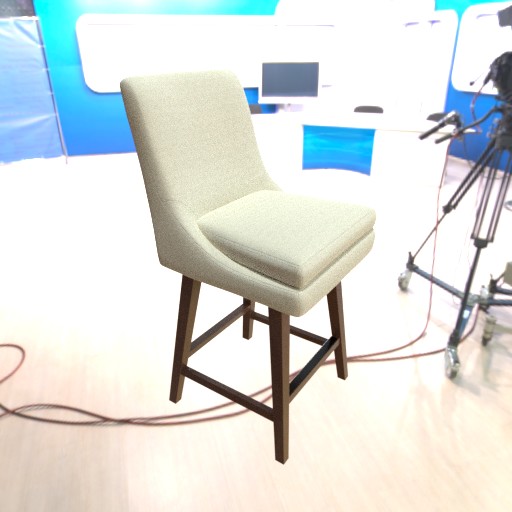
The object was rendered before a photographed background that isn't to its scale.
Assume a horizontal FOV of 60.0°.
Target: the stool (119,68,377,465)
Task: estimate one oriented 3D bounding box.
[{"bbox_3d":[0.000,0.000,1.307,0.559,0.991,0.483,17,31,30],"label":"stool"}]
